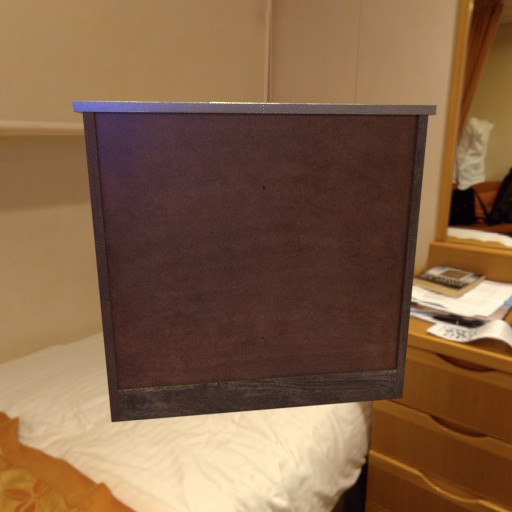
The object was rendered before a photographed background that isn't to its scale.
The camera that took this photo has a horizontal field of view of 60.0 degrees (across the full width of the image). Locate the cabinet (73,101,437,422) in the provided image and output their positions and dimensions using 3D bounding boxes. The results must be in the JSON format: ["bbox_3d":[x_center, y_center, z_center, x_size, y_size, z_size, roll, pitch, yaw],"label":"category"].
[{"bbox_3d":[0.000,0.000,1.443,0.968,0.919,0.338,-2,15,-8],"label":"cabinet"}]
